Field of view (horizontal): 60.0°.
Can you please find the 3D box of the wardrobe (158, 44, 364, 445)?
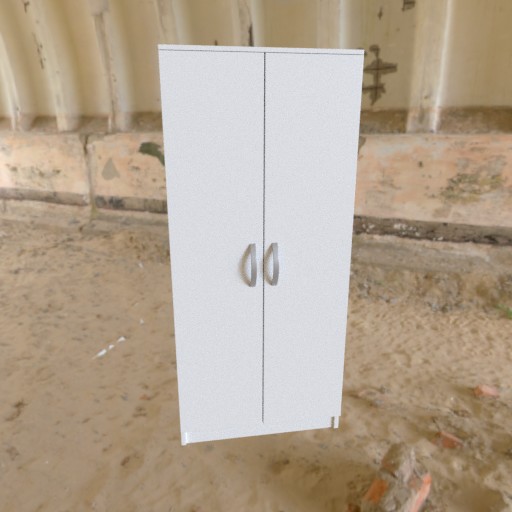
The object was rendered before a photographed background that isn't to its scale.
[{"bbox_3d":[0.000,0.000,2.039,0.760,1.700,0.470,-3,17,-9],"label":"wardrobe"}]
